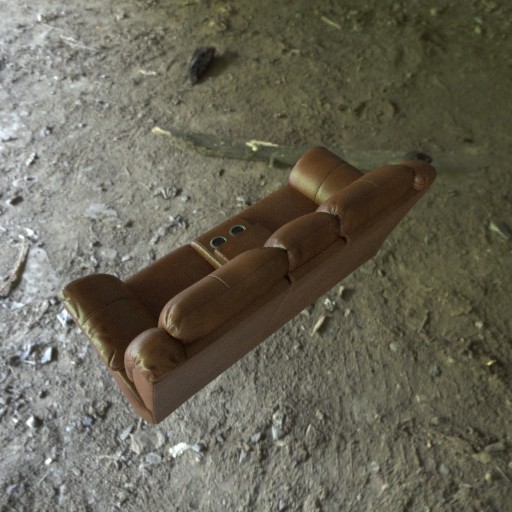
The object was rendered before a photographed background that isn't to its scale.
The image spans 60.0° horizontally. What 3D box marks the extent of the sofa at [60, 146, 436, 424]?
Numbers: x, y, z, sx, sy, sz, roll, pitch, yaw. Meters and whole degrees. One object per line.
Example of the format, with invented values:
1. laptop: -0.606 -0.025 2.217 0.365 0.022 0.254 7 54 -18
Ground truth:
1. sofa: 0.000 0.000 2.653 2.058 1.043 0.991 -33 56 -26
